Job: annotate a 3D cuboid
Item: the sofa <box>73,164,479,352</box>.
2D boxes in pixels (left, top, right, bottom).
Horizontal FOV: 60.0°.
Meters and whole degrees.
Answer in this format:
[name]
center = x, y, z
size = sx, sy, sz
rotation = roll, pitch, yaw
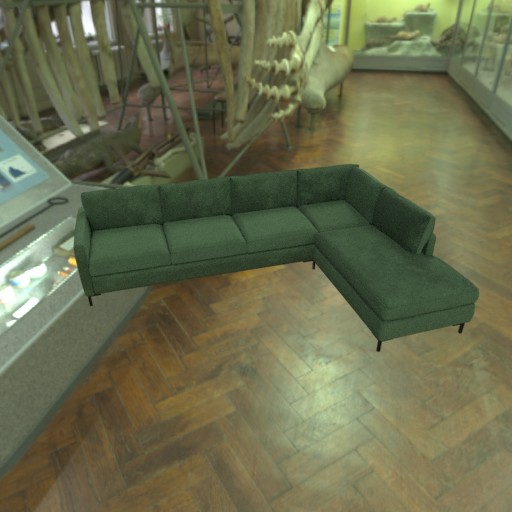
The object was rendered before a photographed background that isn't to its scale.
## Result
[sofa]
center = 0.000, 0.000, 3.191
size = 2.486, 0.687, 1.707
rotation = -9, 32, -14
